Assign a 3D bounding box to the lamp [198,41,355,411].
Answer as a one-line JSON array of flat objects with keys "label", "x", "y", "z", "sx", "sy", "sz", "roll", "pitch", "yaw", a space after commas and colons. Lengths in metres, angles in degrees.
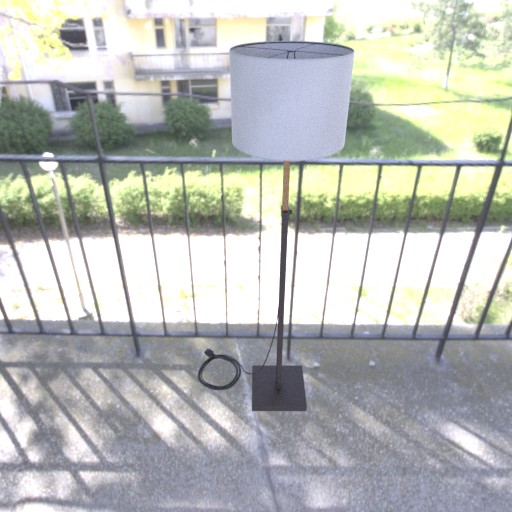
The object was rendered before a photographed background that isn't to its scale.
[{"label": "lamp", "x": 0.000, "y": 0.000, "z": 1.921, "sx": 0.639, "sy": 1.650, "sz": 0.474, "roll": 0, "pitch": 33, "yaw": 0}]
